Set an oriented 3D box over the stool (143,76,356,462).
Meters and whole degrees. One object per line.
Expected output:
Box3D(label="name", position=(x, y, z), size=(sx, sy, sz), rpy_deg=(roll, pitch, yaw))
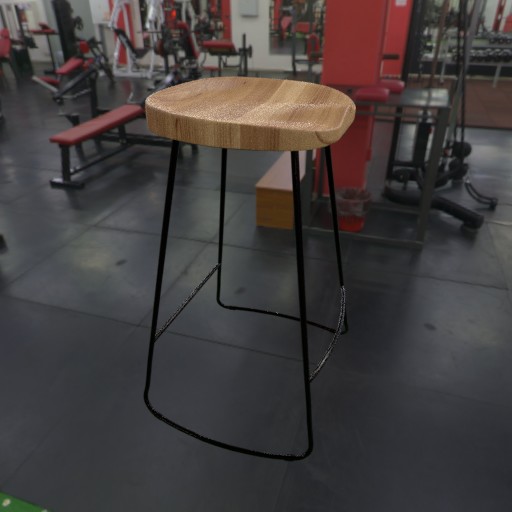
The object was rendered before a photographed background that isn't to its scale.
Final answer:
Box3D(label="stool", position=(0.000, 0.000, 0.965), size=(0.401, 0.679, 0.480), rpy_deg=(11, 32, 18))
